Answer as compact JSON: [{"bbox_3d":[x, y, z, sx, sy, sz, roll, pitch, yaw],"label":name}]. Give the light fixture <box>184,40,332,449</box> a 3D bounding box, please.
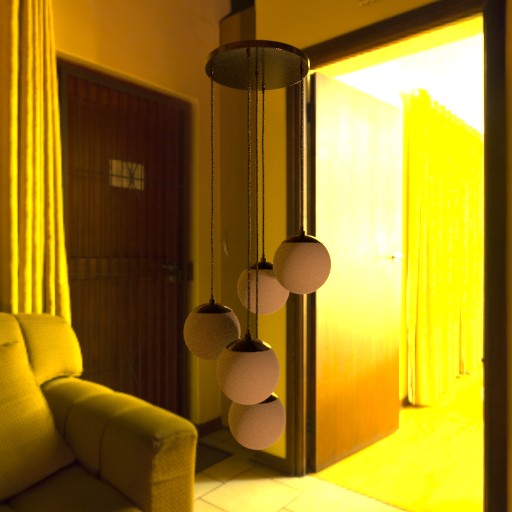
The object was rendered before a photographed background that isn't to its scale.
[{"bbox_3d":[0.000,0.000,1.472,0.489,1.271,0.484,0,0,19],"label":"light fixture"}]
